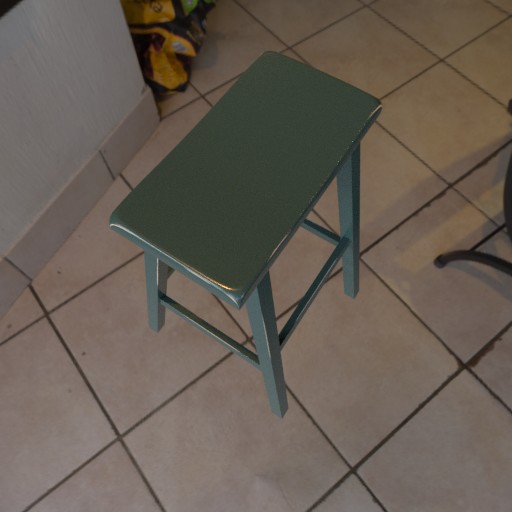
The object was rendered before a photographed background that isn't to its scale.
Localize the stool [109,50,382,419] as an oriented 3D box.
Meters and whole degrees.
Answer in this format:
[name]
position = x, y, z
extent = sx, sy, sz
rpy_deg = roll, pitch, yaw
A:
[stool]
position = 0.000, 0.000, 1.039
extent = 0.476, 0.737, 0.457
rpy_deg = 31, 68, 14
